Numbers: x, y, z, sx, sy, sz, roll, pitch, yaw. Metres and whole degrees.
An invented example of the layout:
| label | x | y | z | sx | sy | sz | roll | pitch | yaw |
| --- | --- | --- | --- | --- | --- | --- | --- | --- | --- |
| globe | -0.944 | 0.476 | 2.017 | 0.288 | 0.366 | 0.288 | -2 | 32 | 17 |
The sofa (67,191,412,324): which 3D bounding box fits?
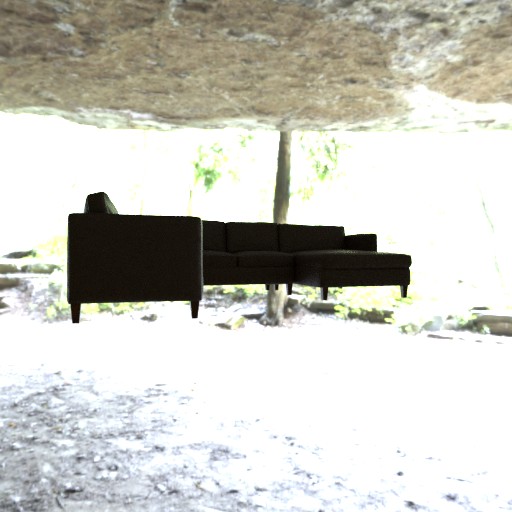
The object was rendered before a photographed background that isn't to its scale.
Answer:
| label | x | y | z | sx | sy | sz | roll | pitch | yaw |
| --- | --- | --- | --- | --- | --- | --- | --- | --- | --- |
| sofa | 0.000 | 0.000 | 4.668 | 3.460 | 0.923 | 2.593 | 0 | 0 | -17 |
